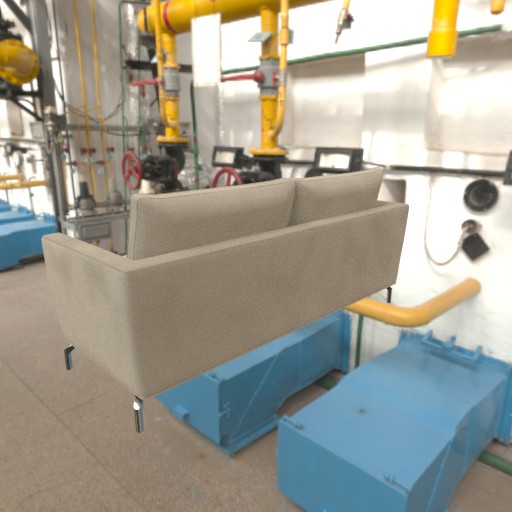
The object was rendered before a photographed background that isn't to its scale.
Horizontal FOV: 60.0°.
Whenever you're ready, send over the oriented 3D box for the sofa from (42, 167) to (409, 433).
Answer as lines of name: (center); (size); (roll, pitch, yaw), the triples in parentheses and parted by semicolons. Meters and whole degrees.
sofa: (0.000, 0.000, 2.732); (2.214, 1.005, 0.868); (-15, 22, -43)
